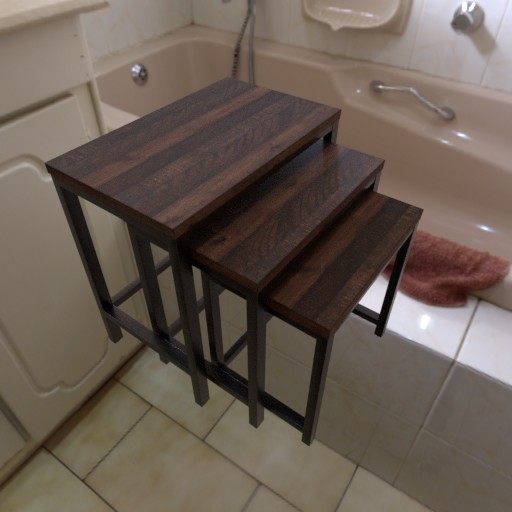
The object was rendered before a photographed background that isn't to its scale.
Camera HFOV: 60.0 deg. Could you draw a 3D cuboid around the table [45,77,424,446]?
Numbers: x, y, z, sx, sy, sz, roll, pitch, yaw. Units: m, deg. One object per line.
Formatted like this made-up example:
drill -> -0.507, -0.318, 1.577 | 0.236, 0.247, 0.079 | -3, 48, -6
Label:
table -> 0.000, 0.000, 1.174 | 0.660, 0.616, 0.608 | 26, 48, 26
